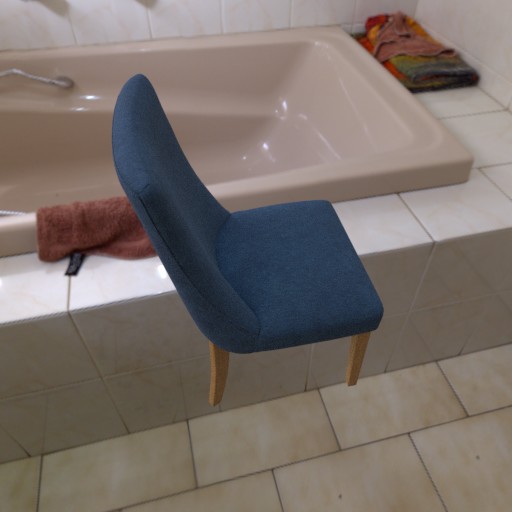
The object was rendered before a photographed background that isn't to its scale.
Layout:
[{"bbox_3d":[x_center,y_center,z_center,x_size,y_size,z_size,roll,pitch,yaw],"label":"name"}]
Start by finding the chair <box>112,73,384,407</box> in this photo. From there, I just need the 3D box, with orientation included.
[{"bbox_3d":[0.000,0.000,1.258,0.609,0.902,0.495,-8,46,-8],"label":"chair"}]
